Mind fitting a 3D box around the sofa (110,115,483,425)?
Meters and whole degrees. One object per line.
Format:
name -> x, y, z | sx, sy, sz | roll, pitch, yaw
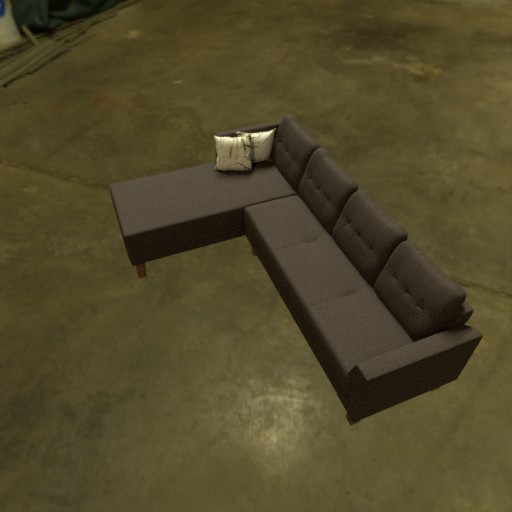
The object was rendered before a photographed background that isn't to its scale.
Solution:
sofa -> 0.000, 0.000, 3.405 | 1.829, 0.932, 2.679 | -16, 47, -16
